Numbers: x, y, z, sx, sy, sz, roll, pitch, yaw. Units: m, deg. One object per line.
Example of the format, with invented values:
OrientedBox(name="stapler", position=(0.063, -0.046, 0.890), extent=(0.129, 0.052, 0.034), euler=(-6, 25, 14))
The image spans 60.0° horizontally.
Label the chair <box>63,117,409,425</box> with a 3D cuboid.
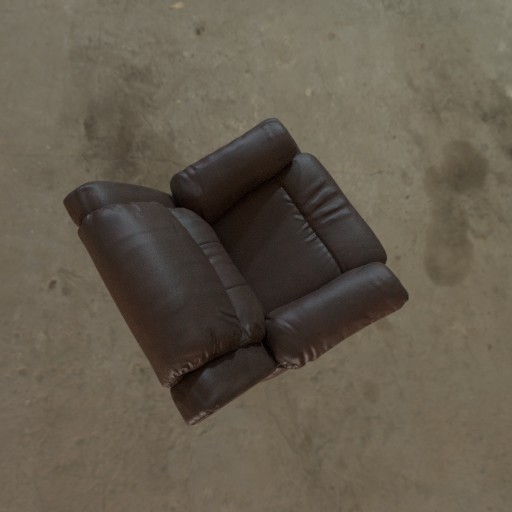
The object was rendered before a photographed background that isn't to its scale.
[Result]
OrientedBox(name="chair", position=(0.000, 0.000, 1.261), extent=(0.707, 0.702, 0.680), euler=(-32, 76, -9))
